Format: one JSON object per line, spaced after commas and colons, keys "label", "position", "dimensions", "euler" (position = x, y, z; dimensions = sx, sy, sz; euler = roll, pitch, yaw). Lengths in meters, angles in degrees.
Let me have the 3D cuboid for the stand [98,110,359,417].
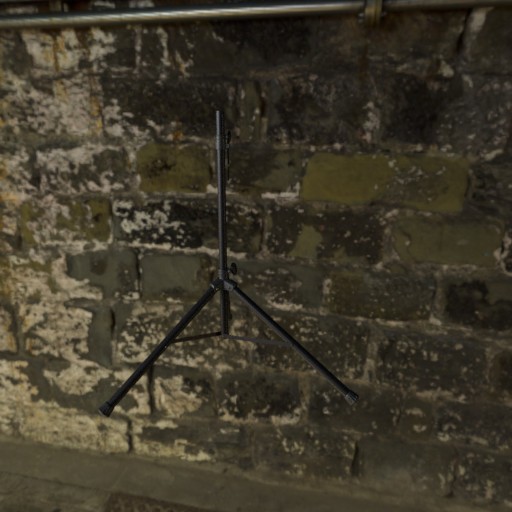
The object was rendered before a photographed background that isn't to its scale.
{"label": "stand", "position": [0.000, 0.000, 1.813], "dimensions": [0.907, 1.136, 1.045], "euler": [8, 17, 25]}
